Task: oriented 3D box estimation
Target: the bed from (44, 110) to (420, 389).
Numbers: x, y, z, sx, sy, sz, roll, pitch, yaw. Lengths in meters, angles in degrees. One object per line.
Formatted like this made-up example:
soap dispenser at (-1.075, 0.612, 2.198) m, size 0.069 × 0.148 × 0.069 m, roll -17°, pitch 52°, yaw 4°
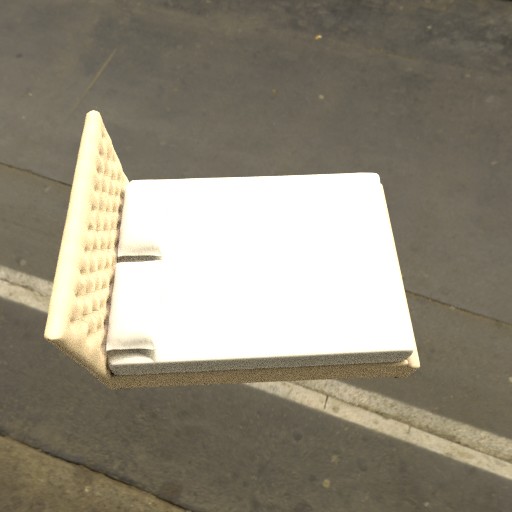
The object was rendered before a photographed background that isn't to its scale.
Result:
bed at (0.000, 0.000, 3.399) m, size 2.387 × 1.427 × 1.698 m, roll -2°, pitch 62°, yaw -1°
